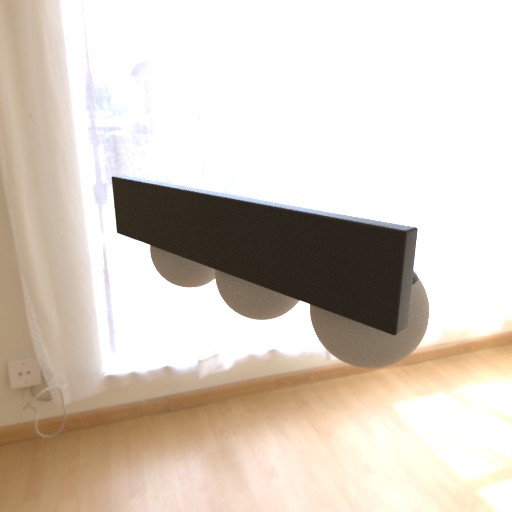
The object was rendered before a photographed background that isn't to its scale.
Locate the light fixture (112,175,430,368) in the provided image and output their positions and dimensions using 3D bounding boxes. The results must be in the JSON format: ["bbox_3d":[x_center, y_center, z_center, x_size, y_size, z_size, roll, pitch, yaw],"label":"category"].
[{"bbox_3d":[0.000,0.000,0.862,0.218,0.263,0.721,-16,23,-41],"label":"light fixture"}]
